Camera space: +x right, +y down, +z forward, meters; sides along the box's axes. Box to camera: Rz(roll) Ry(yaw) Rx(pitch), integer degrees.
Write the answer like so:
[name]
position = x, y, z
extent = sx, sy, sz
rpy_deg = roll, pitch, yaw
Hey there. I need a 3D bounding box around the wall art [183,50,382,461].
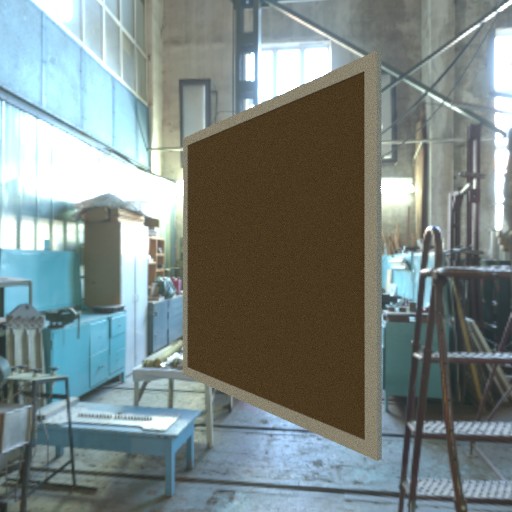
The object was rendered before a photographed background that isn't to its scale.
[wall art]
position = 0.000, 0.000, 1.205
extent = 0.015, 0.812, 0.812
rpy_deg = 0, 0, -37
